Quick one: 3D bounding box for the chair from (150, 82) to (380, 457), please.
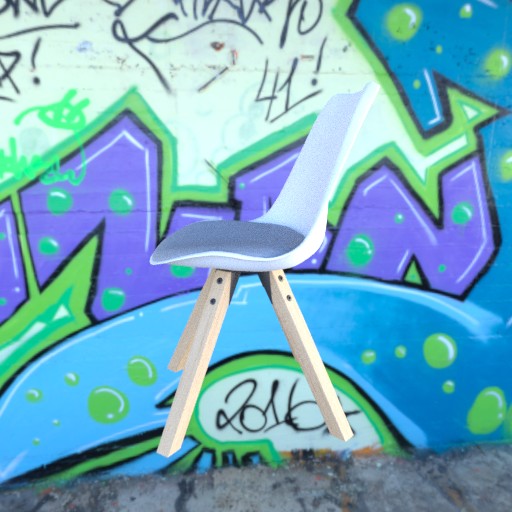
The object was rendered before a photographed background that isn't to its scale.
[{"bbox_3d":[0.000,0.000,1.181,0.550,0.850,0.485,-2,14,-7],"label":"chair"}]
